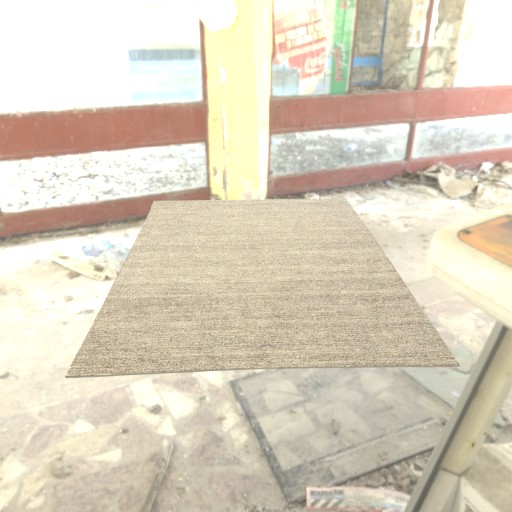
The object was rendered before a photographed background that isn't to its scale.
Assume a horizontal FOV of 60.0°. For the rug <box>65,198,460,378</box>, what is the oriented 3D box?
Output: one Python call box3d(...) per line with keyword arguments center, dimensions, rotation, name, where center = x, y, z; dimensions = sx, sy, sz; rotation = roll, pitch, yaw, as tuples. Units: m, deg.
box3d(center=(0.000, 0.000, 4.140), dimensions=(2.434, 0.045, 3.202), rotation=(-1, 26, -2), name="rug")
